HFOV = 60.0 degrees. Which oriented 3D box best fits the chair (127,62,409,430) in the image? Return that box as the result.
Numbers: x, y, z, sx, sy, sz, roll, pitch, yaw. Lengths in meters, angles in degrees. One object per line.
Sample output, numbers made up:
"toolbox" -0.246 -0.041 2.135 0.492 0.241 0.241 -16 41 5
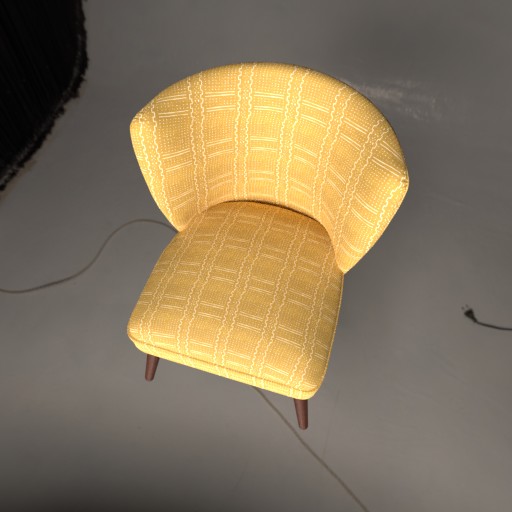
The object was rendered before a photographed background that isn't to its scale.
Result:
"chair" 0.000 0.000 1.391 0.706 0.866 0.758 15 60 9
